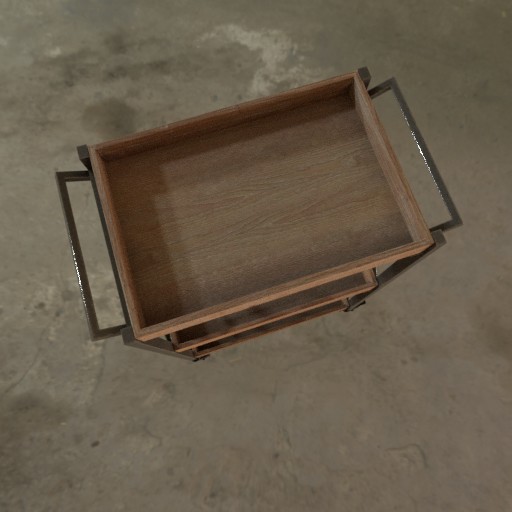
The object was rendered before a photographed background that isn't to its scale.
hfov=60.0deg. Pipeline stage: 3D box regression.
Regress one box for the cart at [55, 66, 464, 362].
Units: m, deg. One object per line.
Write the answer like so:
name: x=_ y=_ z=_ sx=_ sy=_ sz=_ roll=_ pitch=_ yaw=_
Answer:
cart: x=0.000 y=0.000 z=1.175 sx=0.673 sy=0.835 sz=0.377 roll=-17 pitch=76 yaw=-5
